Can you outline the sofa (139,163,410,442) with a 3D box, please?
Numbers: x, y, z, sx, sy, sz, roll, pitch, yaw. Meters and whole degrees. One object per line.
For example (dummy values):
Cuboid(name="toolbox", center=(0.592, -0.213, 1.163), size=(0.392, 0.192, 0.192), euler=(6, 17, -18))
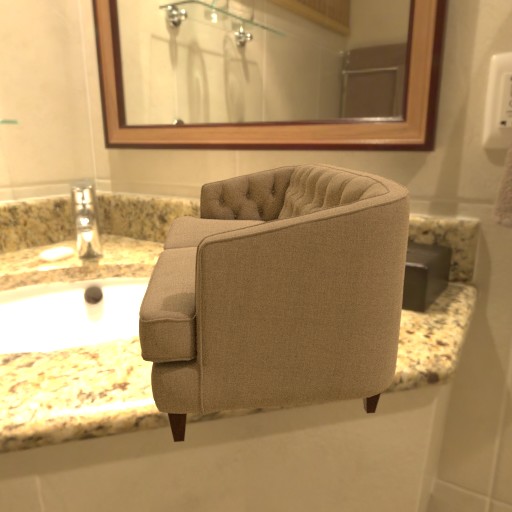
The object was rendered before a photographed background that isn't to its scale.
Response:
Cuboid(name="sofa", center=(0.000, 0.000, 2.206), size=(0.941, 0.855, 1.733), euler=(-2, 15, -6))
